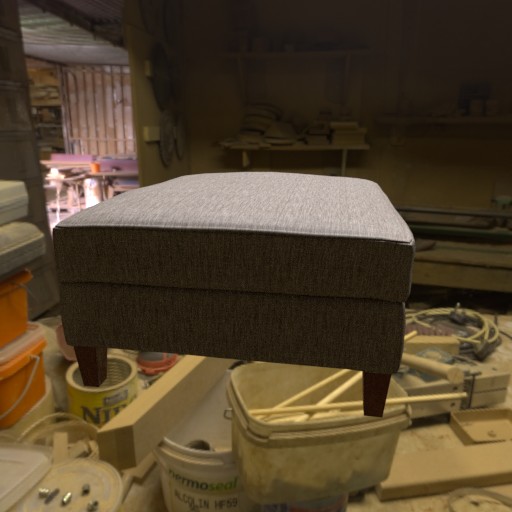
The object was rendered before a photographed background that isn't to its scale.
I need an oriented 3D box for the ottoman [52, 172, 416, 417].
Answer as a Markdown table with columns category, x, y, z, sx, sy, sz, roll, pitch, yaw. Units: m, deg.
| category | x | y | z | sx | sy | sz | roll | pitch | yaw |
| --- | --- | --- | --- | --- | --- | --- | --- | --- | --- |
| ottoman | 0.000 | 0.000 | 1.468 | 0.839 | 0.492 | 0.994 | 3 | 17 | 9 |
